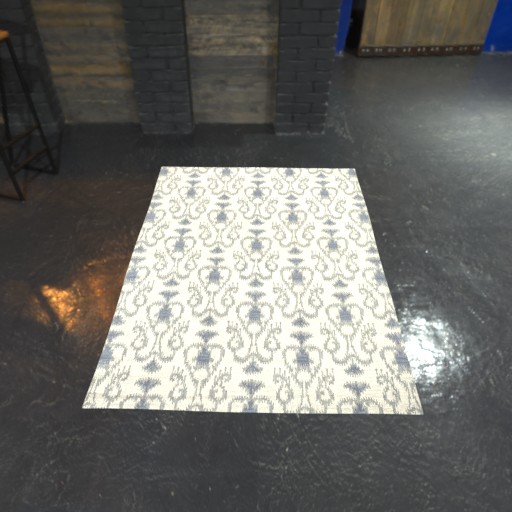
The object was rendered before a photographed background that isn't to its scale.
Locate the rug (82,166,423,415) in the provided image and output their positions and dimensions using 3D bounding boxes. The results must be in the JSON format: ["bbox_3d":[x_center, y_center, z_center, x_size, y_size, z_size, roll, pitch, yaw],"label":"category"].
[{"bbox_3d":[0.000,0.000,2.996,1.676,0.013,2.261,1,42,1],"label":"rug"}]
